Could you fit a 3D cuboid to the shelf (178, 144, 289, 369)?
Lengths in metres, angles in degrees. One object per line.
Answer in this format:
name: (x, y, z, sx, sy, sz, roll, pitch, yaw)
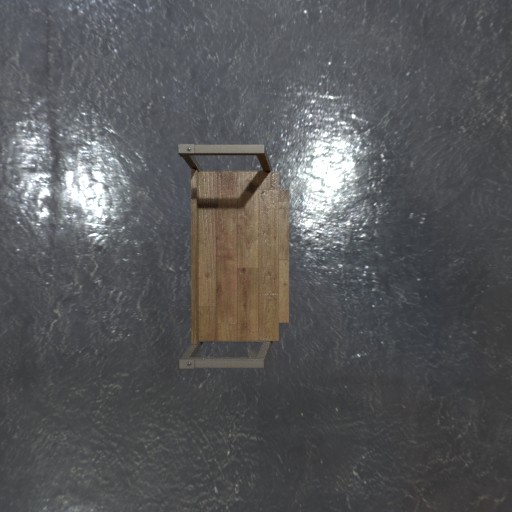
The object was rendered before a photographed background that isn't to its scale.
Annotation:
shelf: (0.000, 0.000, 2.283, 0.454, 2.005, 0.652, 0, 90, 0)
